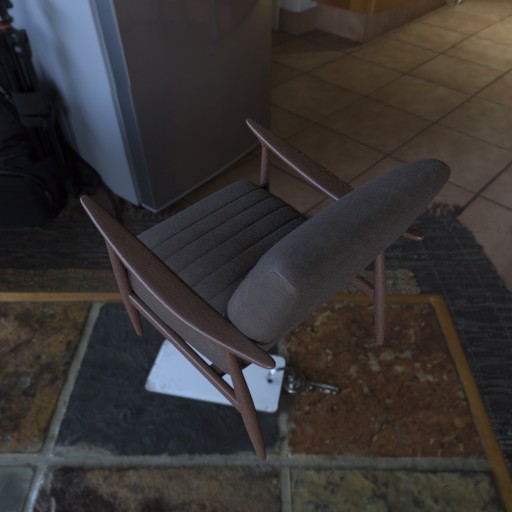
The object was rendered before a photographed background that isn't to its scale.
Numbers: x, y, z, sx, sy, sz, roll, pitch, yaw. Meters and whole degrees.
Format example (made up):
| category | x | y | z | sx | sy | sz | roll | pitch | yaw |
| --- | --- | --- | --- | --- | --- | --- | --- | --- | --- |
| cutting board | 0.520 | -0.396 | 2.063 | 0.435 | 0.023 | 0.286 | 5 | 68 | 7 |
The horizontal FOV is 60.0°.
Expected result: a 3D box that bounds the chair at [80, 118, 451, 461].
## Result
| category | x | y | z | sx | sy | sz | roll | pitch | yaw |
| --- | --- | --- | --- | --- | --- | --- | --- | --- | --- |
| chair | 0.000 | 0.000 | 1.401 | 0.741 | 0.831 | 0.798 | -34 | 55 | -28 |
